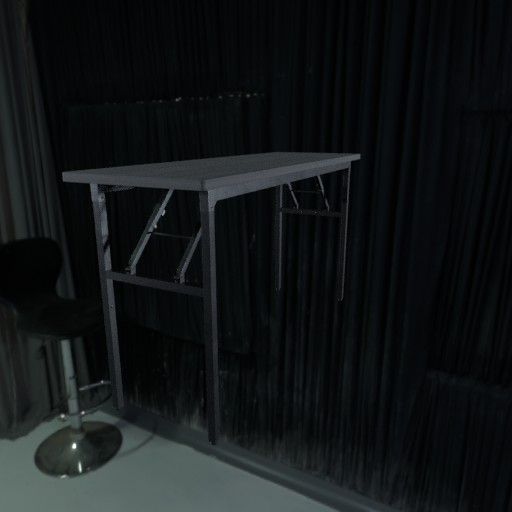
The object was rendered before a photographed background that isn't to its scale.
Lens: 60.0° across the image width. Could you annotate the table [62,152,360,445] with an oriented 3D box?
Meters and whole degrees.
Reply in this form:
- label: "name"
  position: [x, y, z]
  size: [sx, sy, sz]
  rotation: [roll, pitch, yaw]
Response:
- label: "table"
  position: [0.000, 0.000, 1.773]
  size: [0.449, 0.750, 1.399]
  rotation: [8, 17, 26]
